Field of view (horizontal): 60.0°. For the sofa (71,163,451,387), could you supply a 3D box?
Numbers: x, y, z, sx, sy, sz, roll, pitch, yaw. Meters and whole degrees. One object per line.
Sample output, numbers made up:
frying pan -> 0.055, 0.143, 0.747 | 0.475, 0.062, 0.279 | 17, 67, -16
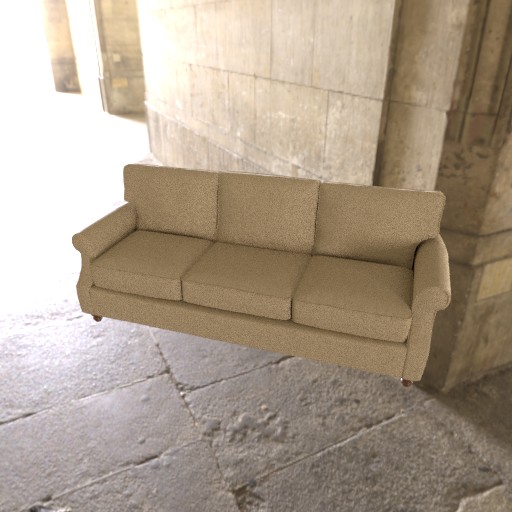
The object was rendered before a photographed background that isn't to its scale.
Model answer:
sofa -> 0.000, 0.000, 2.932 | 2.354, 0.948, 0.966 | 8, 28, 16
